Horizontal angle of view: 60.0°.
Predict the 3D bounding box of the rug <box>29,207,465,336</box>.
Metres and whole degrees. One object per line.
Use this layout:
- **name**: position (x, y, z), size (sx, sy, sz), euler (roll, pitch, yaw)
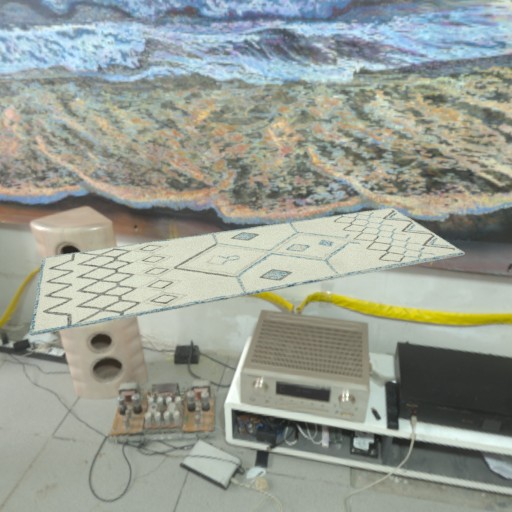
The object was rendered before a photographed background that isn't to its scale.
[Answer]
- **rug**: position (0.000, 0.000, 2.676), size (2.434, 0.013, 0.770), euler (-9, 30, -16)
